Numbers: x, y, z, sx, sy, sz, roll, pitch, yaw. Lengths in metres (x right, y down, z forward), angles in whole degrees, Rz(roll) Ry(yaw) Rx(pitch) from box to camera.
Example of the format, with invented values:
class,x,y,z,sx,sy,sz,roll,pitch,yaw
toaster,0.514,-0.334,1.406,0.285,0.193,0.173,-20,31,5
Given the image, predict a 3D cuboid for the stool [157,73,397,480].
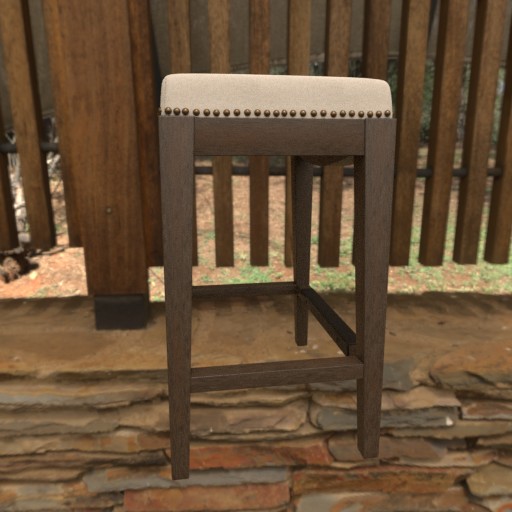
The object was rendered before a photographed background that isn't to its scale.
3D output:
class,x,y,z,sx,sy,sz,roll,pitch,yaw
stool,0.000,0.000,0.925,0.361,0.642,0.500,-2,14,-9
